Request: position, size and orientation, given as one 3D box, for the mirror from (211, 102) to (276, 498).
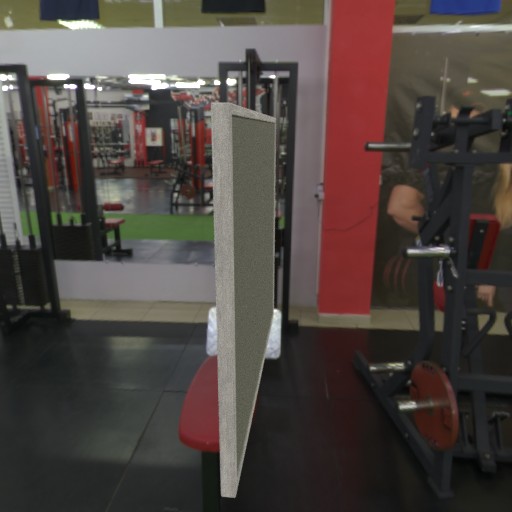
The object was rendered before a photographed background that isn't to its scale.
[{"bbox_3d":[0.000,0.000,1.121,0.028,0.689,0.839,2,16,7],"label":"mirror"}]
